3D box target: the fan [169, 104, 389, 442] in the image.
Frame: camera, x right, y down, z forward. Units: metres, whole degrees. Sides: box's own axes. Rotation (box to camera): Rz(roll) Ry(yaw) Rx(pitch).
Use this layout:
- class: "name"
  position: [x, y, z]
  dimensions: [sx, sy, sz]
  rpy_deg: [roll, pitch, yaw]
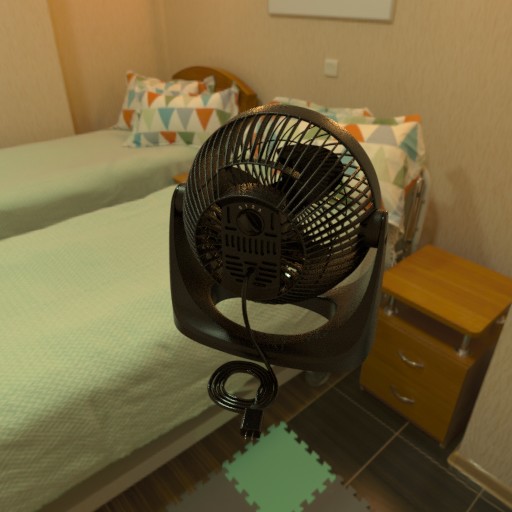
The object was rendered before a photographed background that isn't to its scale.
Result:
- class: "fan"
  position: [0.000, 0.000, 0.480]
  dimensions: [0.273, 0.277, 0.256]
  rpy_deg: [10, 32, 17]
